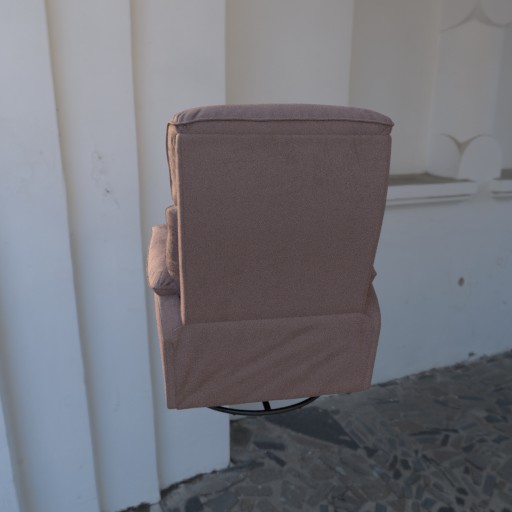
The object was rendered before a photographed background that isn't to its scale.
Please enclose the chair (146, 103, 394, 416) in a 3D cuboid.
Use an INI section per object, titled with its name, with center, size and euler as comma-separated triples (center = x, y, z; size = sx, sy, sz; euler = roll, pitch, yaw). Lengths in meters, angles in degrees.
[chair]
center = 0.000, 0.000, 1.702
size = 0.820, 1.037, 1.004
euler = -2, 14, -10
